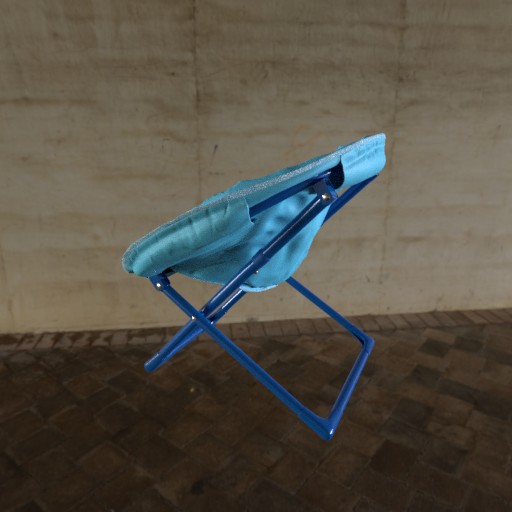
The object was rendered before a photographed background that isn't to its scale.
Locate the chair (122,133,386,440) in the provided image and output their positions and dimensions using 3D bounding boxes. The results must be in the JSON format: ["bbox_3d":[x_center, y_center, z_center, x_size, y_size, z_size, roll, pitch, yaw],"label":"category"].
[{"bbox_3d":[0.000,0.000,0.888,0.465,0.478,0.520,8,18,24],"label":"chair"}]
